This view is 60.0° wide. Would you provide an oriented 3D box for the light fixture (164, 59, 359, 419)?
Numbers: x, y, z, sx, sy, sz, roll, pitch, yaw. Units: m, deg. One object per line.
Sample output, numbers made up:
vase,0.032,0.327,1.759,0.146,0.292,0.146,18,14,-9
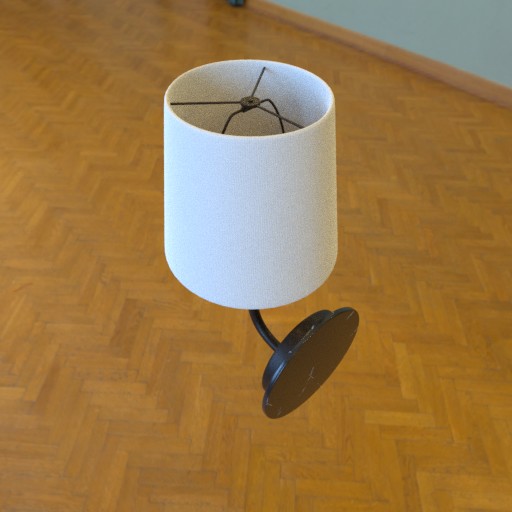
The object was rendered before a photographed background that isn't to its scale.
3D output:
light fixture,0.000,0.000,0.449,0.168,0.337,0.188,-33,54,-28
